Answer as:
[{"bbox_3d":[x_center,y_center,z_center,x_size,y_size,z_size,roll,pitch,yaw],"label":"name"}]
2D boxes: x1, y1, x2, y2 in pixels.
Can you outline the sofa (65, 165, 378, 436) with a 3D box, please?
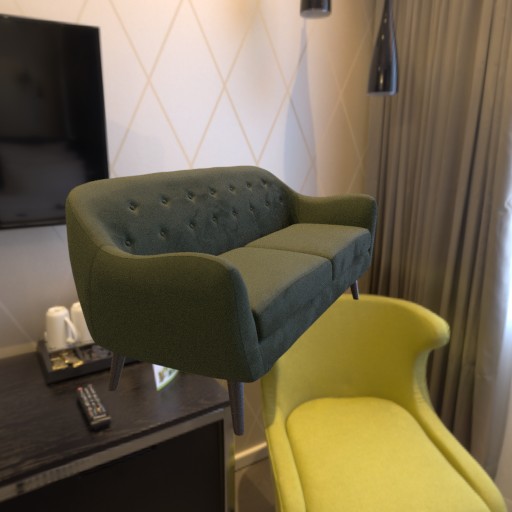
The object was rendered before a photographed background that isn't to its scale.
[{"bbox_3d":[0.000,0.000,2.228,0.820,0.836,1.840,7,16,26],"label":"sofa"}]
